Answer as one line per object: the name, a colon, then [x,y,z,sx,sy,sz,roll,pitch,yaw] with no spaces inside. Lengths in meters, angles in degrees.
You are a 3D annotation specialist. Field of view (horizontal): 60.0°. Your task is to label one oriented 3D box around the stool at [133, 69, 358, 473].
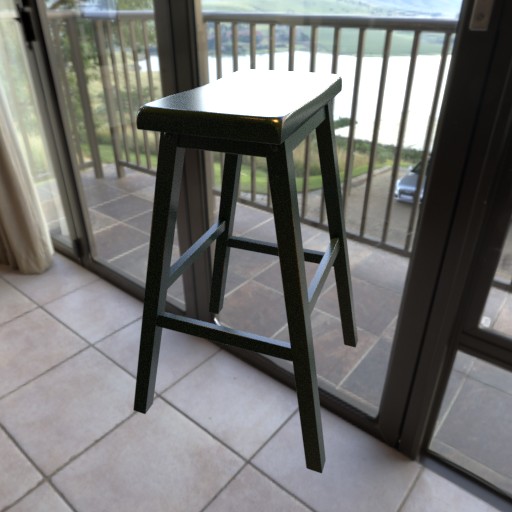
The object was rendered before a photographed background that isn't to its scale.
stool: [0.000,0.000,1.022,0.476,0.737,0.457,11,32,18]
